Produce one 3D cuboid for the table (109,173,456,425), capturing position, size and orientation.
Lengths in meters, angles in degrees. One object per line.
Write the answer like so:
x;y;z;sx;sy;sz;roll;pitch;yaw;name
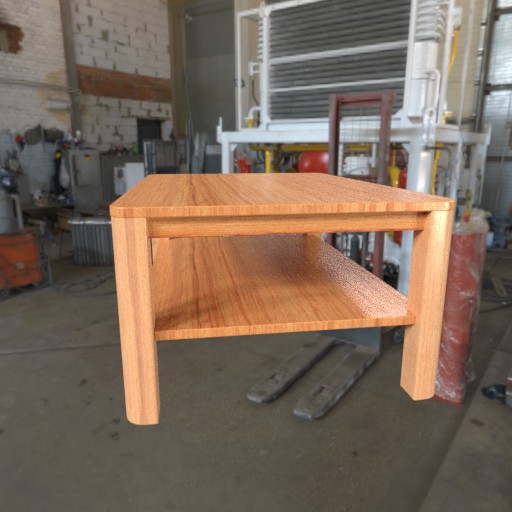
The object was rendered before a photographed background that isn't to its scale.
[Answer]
0.000;0.000;1.371;0.696;0.445;0.997;-2;14;-9;table
